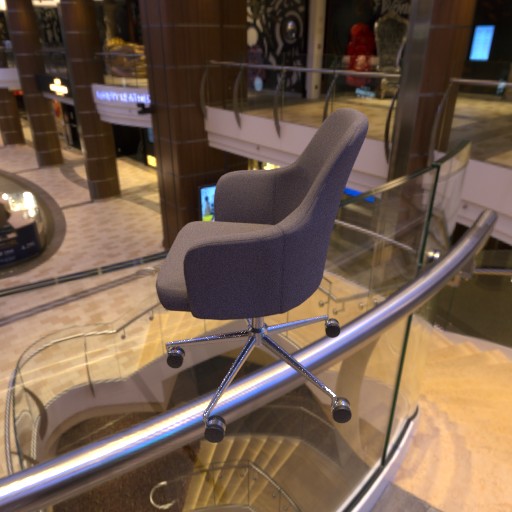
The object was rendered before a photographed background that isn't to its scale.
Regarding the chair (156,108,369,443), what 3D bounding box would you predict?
[{"bbox_3d":[0.000,0.000,1.314,0.600,0.820,0.655,1,26,3],"label":"chair"}]
